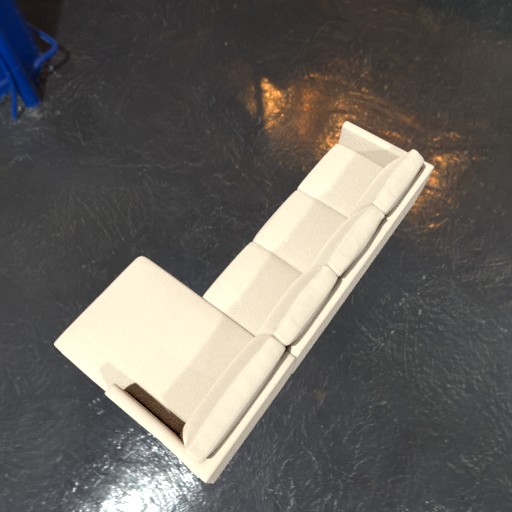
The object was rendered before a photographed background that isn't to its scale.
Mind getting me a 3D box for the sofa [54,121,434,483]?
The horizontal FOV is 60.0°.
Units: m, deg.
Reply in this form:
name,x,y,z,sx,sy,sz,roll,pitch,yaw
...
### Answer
name,x,y,z,sx,sy,sz,roll,pitch,yaw
sofa,0.000,0.000,3.819,1.625,0.861,3.186,34,68,16
